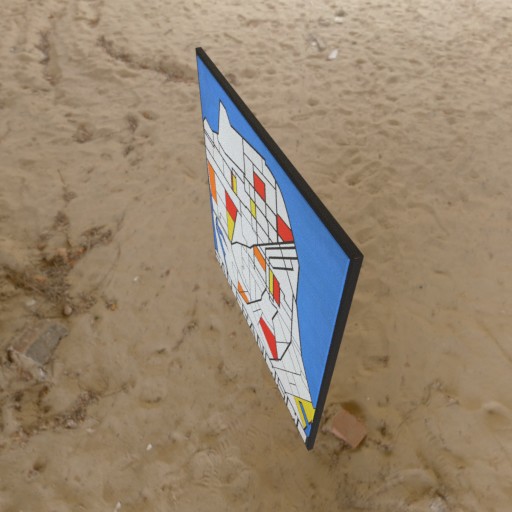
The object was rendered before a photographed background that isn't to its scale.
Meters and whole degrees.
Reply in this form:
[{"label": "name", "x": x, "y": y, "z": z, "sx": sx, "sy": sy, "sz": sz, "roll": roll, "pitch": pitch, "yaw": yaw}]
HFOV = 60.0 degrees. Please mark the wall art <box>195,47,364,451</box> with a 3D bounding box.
[{"label": "wall art", "x": 0.000, "y": 0.000, "z": 0.993, "sx": 0.015, "sy": 0.663, "sz": 0.664, "roll": -17, "pitch": 50, "yaw": -15}]
